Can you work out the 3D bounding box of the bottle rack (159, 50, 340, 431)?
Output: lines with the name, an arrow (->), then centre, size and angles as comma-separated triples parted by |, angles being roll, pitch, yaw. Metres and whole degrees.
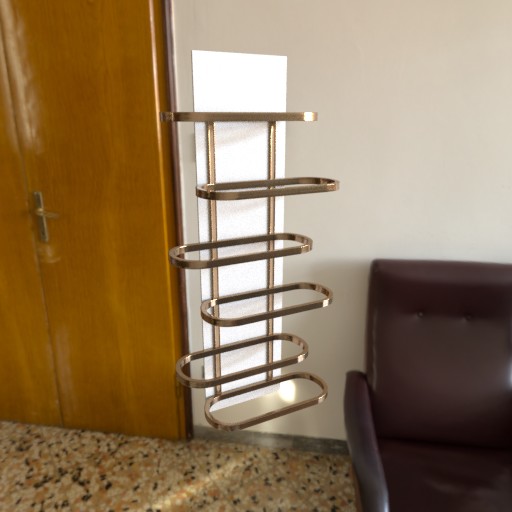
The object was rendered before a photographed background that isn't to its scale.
bottle rack -> 0.000, 0.000, 0.832 | 0.332, 0.709, 0.118 | -9, 20, -25
